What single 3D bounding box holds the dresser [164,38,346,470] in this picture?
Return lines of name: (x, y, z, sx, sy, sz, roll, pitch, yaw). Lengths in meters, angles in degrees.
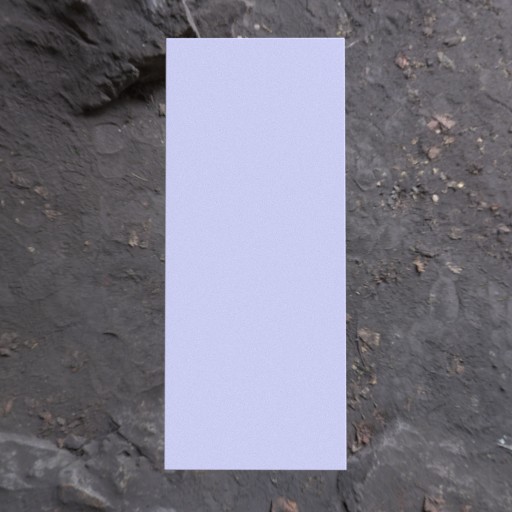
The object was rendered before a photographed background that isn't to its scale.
dresser: (0.000, 0.000, 1.627, 0.460, 1.000, 1.100, 0, 89, 0)
